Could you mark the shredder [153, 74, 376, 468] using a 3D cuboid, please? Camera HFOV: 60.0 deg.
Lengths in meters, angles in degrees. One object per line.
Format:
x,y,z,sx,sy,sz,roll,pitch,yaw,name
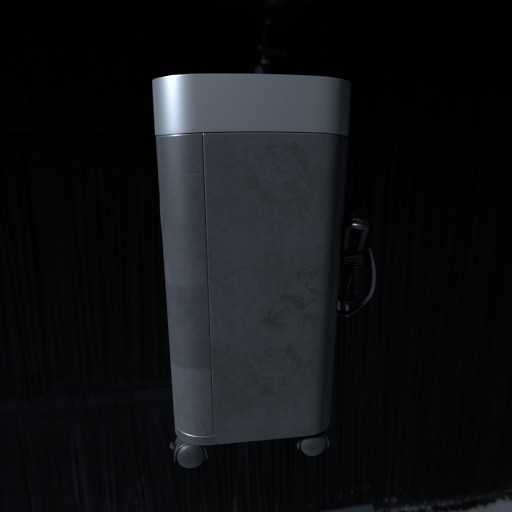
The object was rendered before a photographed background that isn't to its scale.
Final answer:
0.000,0.000,0.600,0.237,0.419,0.311,-2,14,-8,shredder
